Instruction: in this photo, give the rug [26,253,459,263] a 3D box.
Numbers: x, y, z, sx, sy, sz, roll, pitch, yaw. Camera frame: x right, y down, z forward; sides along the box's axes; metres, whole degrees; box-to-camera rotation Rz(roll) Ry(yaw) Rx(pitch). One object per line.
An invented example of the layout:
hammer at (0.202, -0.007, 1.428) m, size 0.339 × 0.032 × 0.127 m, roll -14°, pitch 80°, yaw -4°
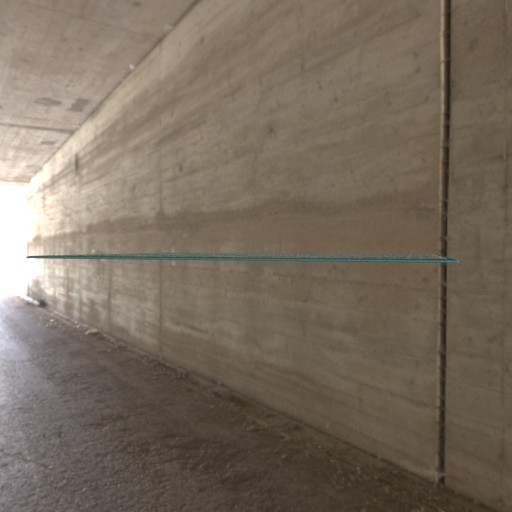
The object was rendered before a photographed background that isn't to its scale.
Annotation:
rug at (0.000, 0.000, 2.313) m, size 1.833 × 0.012 × 1.211 m, roll 0°, pitch 1°, yaw 20°
